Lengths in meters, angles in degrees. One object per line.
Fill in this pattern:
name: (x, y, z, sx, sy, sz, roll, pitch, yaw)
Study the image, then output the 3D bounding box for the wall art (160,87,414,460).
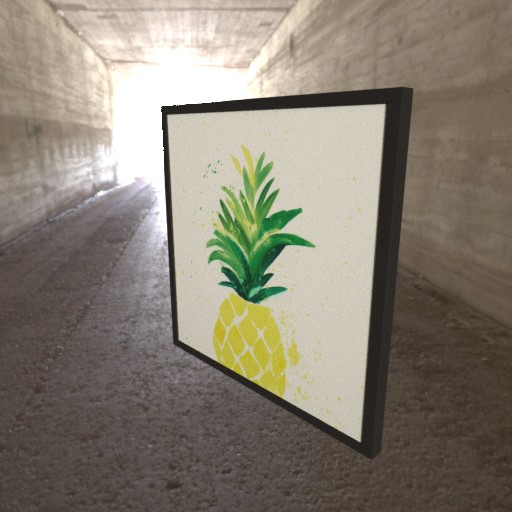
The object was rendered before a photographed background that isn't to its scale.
wall art: (0.000, 0.000, 1.135, 0.037, 0.760, 0.762, -15, 21, -42)
